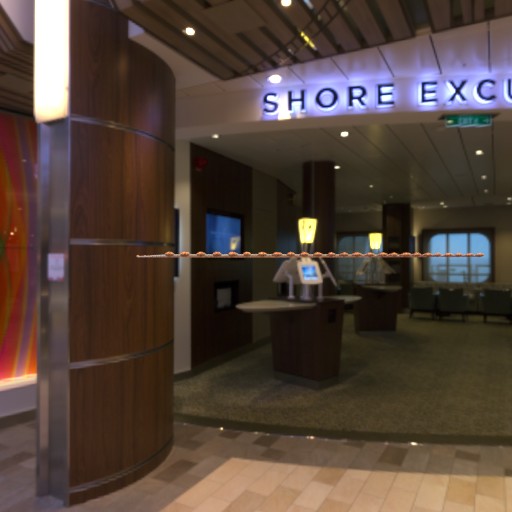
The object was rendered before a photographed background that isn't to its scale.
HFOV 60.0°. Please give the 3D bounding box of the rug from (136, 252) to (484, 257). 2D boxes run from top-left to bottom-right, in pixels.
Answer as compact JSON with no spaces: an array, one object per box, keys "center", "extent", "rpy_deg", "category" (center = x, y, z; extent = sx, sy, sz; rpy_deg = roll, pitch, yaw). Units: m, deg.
[{"center":[0.000,0.000,2.525],"extent":[1.232,0.017,2.092],"rpy_deg":[0,0,-17],"category":"rug"}]
